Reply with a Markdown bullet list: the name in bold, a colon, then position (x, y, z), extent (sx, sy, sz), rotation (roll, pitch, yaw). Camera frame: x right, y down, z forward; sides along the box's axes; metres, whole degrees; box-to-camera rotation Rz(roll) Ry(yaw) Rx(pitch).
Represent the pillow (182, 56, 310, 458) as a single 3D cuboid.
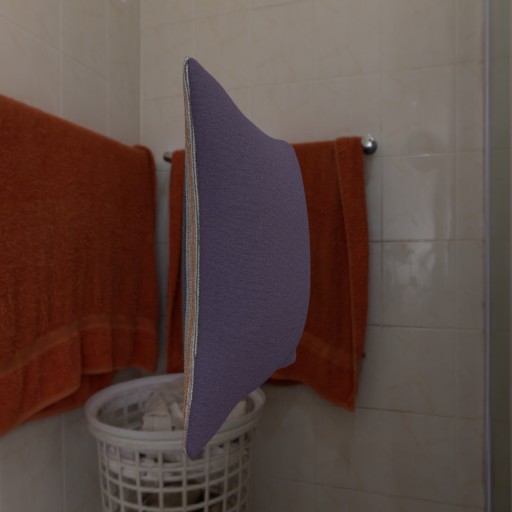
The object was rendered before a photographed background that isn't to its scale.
- **pillow**: position (0.000, 0.000, 0.656), extent (0.136, 0.419, 0.437), rotation (0, 1, 19)
